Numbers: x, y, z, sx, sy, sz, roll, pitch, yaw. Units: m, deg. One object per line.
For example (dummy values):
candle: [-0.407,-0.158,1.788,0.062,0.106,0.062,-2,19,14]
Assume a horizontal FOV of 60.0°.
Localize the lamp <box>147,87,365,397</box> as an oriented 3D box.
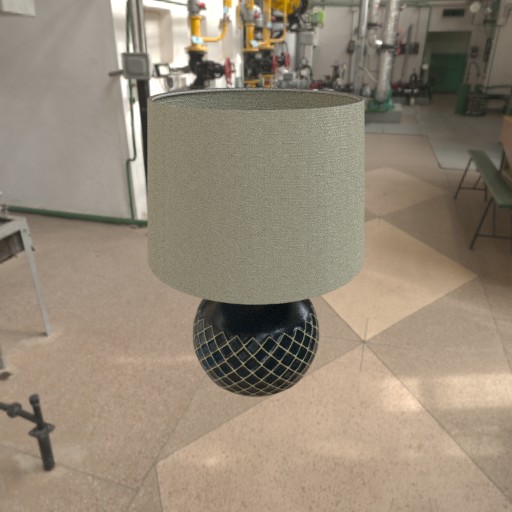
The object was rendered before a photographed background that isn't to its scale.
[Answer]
lamp: [0.000,0.000,0.793,0.376,0.540,0.376,0,25,0]
